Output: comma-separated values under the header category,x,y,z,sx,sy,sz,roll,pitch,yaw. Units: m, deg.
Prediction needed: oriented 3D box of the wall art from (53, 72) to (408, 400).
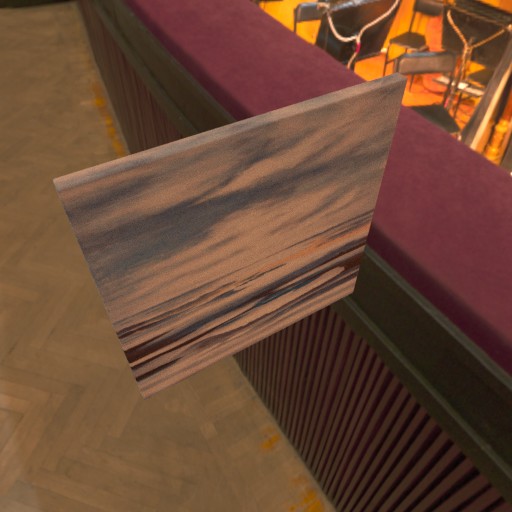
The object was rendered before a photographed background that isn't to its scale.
category,x,y,z,sx,sy,sz,roll,pitch,yaw
wall art,0.000,0.000,1.107,0.747,0.747,0.035,-24,51,-20
